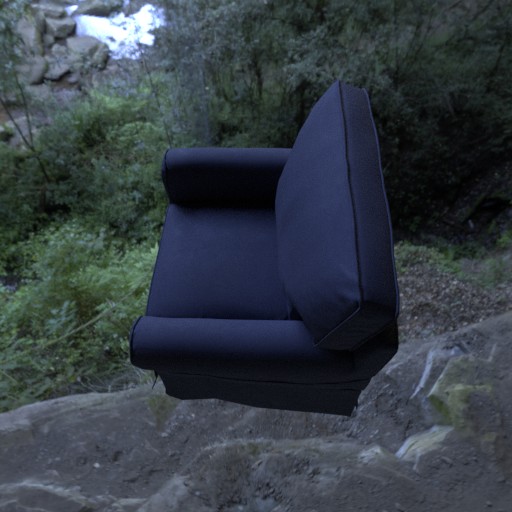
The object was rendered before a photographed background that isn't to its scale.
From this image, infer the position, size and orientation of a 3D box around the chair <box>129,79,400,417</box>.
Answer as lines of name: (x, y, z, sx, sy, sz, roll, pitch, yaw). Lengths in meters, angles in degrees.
chair: (0.000, 0.000, 1.961, 1.002, 1.140, 1.119, 1, 58, 1)
